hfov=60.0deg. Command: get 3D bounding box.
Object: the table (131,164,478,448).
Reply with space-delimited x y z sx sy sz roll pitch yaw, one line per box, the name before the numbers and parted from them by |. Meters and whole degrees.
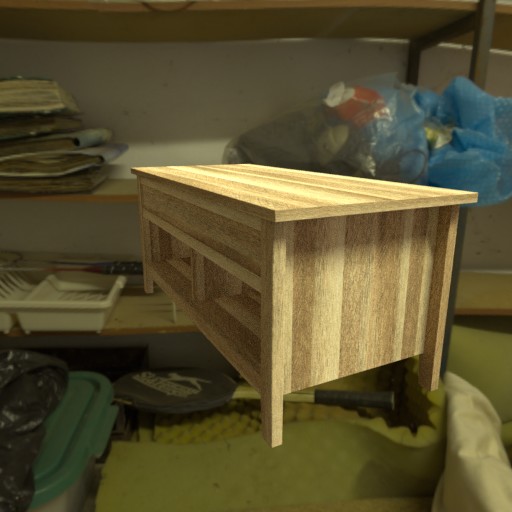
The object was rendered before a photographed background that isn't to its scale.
table | 0.000 0.000 1.359 0.493 0.480 1.095 -8 17 -26
